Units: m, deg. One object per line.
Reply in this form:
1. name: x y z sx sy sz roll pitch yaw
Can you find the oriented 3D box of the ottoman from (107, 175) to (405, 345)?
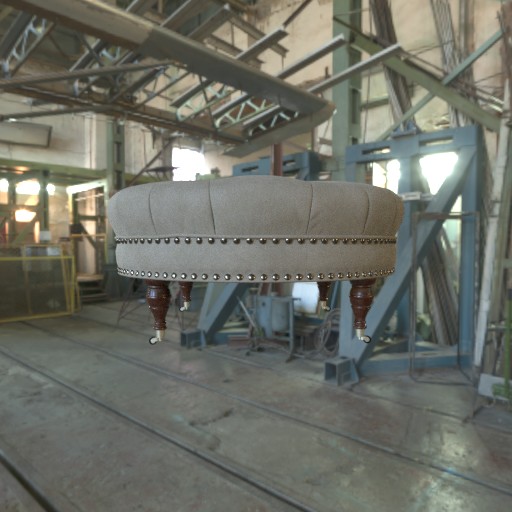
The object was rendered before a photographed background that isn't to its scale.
1. ottoman: 0.000 0.000 1.417 0.901 0.439 0.901 0 2 0
